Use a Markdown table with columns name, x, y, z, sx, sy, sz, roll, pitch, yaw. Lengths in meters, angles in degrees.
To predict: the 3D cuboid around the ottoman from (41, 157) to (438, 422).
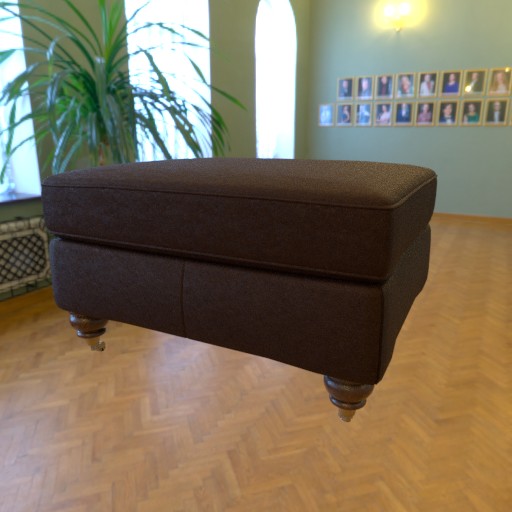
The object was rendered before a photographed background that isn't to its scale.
| name | x | y | z | sx | sy | sz | roll | pitch | yaw |
| --- | --- | --- | --- | --- | --- | --- | --- | --- | --- |
| ottoman | 0.000 | 0.000 | 1.726 | 1.187 | 0.730 | 0.967 | 8 | 17 | 26 |
